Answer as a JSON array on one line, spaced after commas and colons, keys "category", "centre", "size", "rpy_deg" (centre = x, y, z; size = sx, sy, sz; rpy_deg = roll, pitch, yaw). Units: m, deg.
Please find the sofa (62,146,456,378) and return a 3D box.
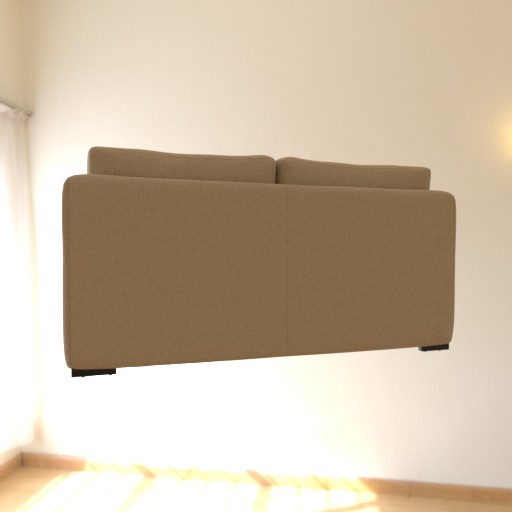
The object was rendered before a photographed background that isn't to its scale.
[{"category": "sofa", "centre": [0.000, 0.000, 2.451], "size": [1.885, 0.967, 0.962], "rpy_deg": [0, 1, -16]}]
